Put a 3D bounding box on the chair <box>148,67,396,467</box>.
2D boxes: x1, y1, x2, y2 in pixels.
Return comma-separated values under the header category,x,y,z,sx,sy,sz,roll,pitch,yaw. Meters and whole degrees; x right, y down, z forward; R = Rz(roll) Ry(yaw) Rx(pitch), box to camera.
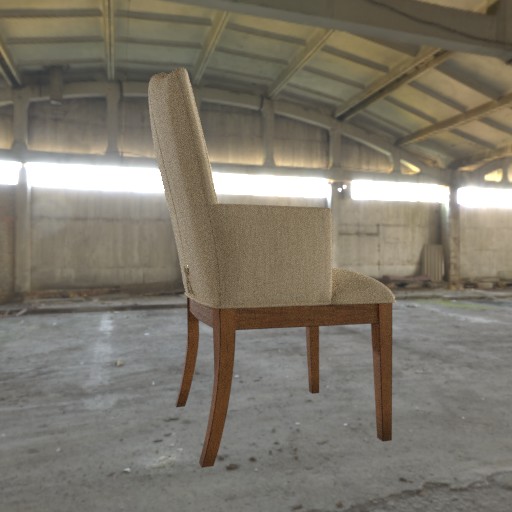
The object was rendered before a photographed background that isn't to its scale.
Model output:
category,x,y,z,sx,sy,sz,roll,pitch,yaw
chair,0.000,0.000,1.358,0.641,1.016,0.533,0,-1,-18
